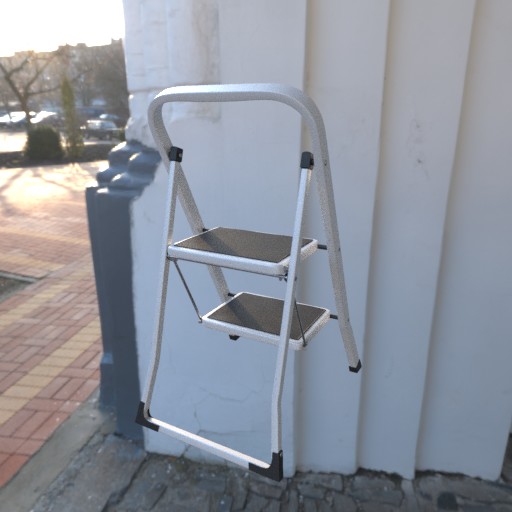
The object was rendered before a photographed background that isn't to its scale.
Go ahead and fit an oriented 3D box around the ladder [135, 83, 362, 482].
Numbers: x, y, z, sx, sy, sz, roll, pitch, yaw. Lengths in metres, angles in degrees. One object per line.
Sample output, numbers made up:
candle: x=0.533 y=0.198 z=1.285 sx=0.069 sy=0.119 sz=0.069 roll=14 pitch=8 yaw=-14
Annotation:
ladder: x=0.000 y=0.000 z=1.142 sx=0.460 sy=0.810 sz=0.544 roll=9 pitch=20 yaw=27
